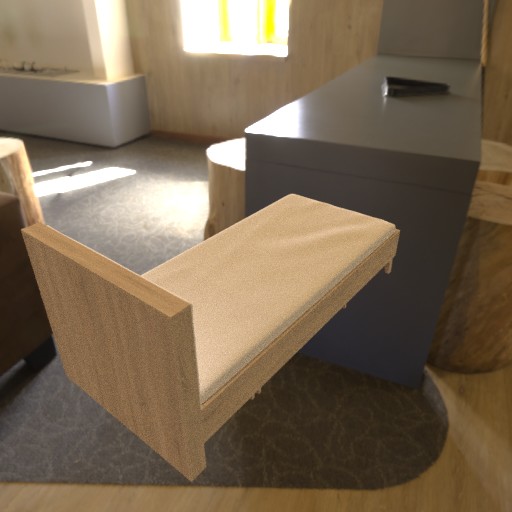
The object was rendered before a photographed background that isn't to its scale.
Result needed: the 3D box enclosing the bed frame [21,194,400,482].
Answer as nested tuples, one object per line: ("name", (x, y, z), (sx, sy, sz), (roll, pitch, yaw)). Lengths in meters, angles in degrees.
("bed frame", (0.000, 0.000, 2.676), (0.990, 0.920, 2.140), (23, 38, 32))
